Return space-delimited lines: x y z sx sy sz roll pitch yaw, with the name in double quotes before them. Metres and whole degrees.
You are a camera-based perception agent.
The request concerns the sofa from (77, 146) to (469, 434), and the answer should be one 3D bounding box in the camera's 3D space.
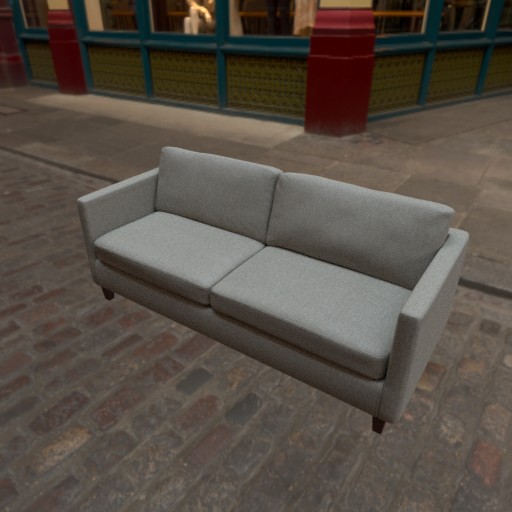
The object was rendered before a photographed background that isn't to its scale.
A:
"sofa" 0.000 0.000 2.741 2.208 0.963 0.956 19 35 29
